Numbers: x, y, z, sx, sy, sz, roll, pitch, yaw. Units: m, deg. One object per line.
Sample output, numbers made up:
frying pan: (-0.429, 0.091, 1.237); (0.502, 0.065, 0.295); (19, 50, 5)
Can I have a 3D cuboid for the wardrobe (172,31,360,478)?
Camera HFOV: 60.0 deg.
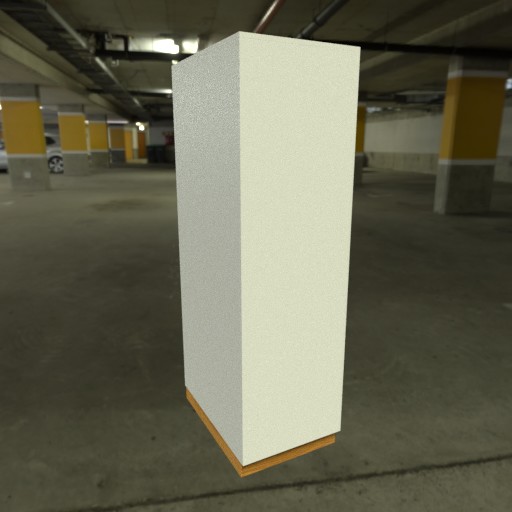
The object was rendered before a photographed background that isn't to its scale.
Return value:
wardrobe: (0.000, 0.000, 2.457); (0.600, 2.040, 0.860); (-7, 16, -27)
